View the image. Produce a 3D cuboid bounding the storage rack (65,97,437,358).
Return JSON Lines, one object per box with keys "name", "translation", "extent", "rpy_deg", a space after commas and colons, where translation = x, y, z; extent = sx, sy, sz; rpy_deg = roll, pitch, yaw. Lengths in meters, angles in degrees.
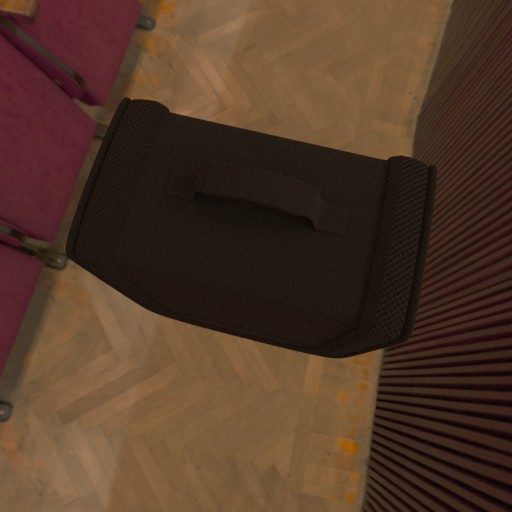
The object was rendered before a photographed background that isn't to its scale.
{"name": "storage rack", "translation": [0.000, 0.000, 0.532], "extent": [0.297, 0.387, 0.168], "rpy_deg": [14, 75, 4]}
